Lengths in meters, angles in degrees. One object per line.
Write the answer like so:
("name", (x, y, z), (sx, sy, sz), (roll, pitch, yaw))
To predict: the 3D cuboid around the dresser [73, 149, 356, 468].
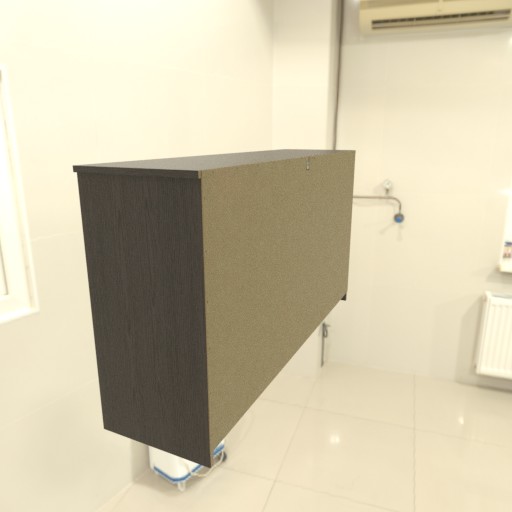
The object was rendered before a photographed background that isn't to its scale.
("dresser", (0.000, 0.000, 1.701), (0.401, 0.755, 1.360), (7, 17, 25))
